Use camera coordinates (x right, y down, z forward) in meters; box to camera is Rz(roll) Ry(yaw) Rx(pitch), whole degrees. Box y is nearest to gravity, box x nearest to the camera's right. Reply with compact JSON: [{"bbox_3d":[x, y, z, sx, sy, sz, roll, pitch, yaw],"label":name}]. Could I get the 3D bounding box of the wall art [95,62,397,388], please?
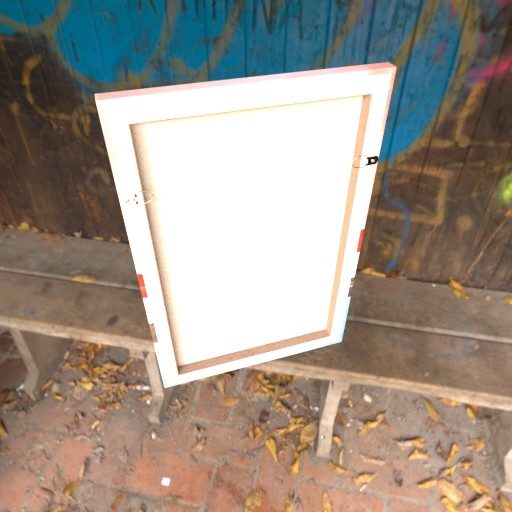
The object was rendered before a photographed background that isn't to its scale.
[{"bbox_3d":[0.000,0.000,1.169,0.610,0.914,0.038,-12,42,-13],"label":"wall art"}]
